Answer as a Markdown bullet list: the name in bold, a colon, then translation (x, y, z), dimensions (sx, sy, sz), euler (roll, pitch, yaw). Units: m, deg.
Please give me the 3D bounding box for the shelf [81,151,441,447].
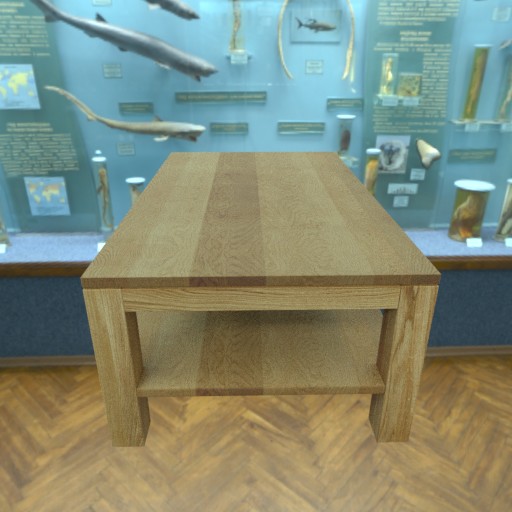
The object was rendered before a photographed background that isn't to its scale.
- **shelf**: translation (0.000, 0.000, 1.474), dimensions (0.700, 0.450, 1.150), euler (-1, 25, -1)
